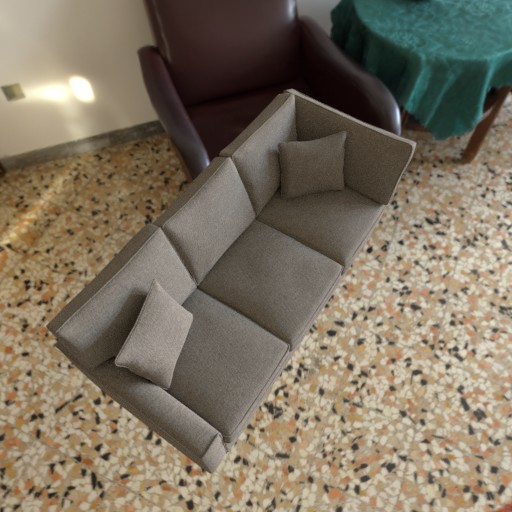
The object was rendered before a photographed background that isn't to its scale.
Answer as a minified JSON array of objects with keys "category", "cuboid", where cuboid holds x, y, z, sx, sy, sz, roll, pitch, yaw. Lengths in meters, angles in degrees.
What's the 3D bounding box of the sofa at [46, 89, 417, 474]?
[{"category":"sofa","cuboid":[0.000,0.000,2.837,1.061,0.962,2.317,30,62,17]}]
